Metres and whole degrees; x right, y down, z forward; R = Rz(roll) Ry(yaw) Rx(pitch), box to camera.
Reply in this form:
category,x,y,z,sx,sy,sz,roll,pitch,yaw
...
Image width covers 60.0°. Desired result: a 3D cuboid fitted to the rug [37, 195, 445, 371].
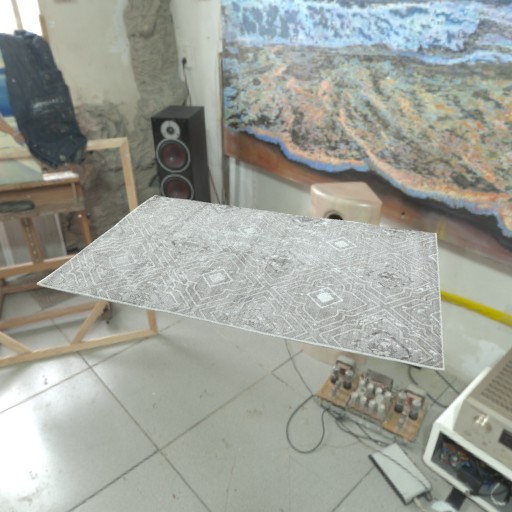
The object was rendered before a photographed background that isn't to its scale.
category,x,y,z,sx,sy,sz,roll,pitch,yaw
rug,0.000,0.000,3.128,2.447,0.036,1.537,9,32,15
